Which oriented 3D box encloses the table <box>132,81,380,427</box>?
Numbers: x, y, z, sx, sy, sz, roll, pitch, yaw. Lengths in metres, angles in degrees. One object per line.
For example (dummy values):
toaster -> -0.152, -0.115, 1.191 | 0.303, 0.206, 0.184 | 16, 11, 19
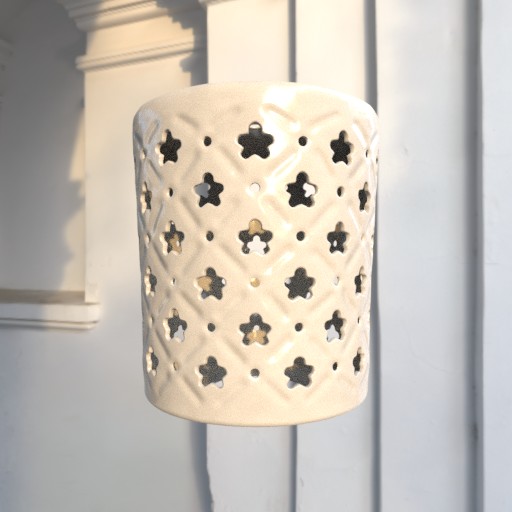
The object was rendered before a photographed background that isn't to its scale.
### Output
table -> 0.000, 0.000, 0.649 | 0.352, 0.387, 0.352 | 0, 0, 0
